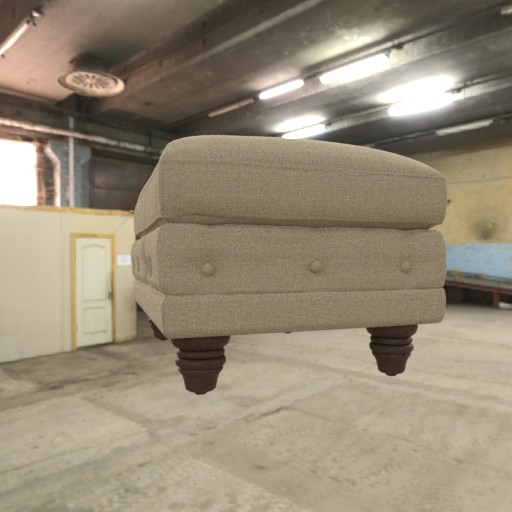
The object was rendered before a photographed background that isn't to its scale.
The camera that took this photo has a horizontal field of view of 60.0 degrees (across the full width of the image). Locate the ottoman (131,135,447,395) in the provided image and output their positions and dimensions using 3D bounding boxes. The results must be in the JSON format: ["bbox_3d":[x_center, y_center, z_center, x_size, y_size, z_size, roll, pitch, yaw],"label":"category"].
[{"bbox_3d":[0.000,0.000,1.048,0.541,0.463,0.684,0,-1,-18],"label":"ottoman"}]
